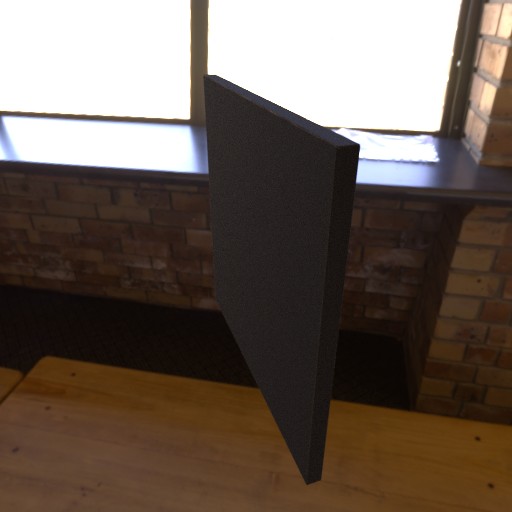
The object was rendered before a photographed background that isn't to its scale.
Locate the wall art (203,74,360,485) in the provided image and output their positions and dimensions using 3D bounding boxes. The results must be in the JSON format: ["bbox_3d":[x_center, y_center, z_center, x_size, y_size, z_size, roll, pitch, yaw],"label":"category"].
[{"bbox_3d":[0.000,0.000,0.445,0.015,0.303,0.304,-10,31,-17],"label":"wall art"}]
